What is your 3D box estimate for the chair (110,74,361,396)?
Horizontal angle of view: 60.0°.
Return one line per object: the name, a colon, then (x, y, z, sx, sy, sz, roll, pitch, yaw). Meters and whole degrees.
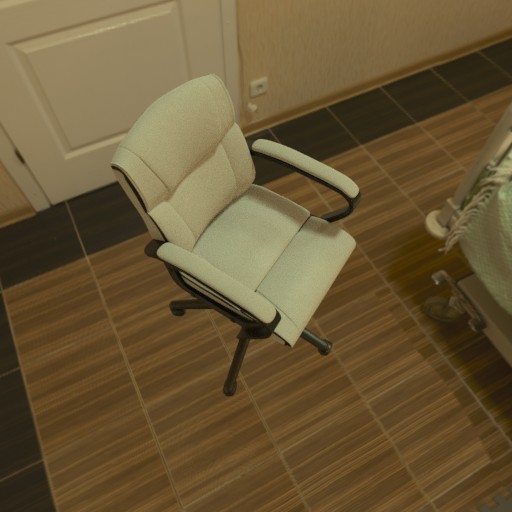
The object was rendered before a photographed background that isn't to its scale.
chair: (0.000, 0.000, 1.551, 0.717, 1.004, 0.739, 29, 63, 17)
